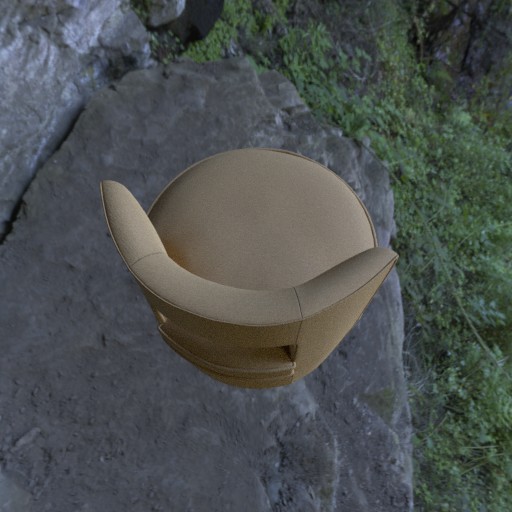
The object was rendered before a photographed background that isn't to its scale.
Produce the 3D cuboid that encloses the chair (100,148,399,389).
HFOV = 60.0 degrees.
[{"bbox_3d":[0.000,0.000,1.222,0.650,0.723,0.665,14,65,7],"label":"chair"}]
